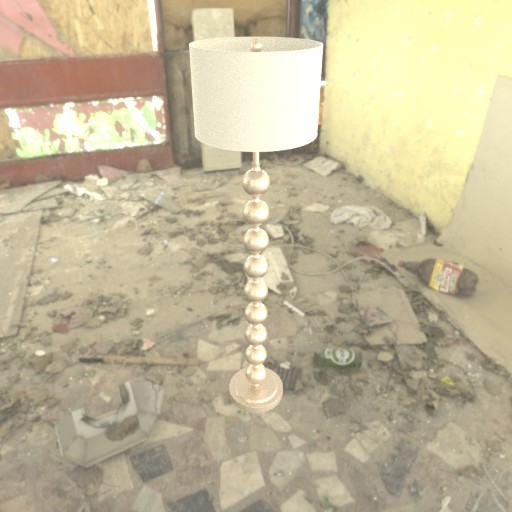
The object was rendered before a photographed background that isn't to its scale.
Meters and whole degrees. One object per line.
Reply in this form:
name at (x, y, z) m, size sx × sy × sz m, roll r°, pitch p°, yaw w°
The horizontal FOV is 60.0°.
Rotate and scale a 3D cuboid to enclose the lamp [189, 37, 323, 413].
lamp at (0.000, 0.000, 1.681) m, size 0.394 × 1.474 × 0.394 m, roll 0°, pitch 31°, yaw 0°
